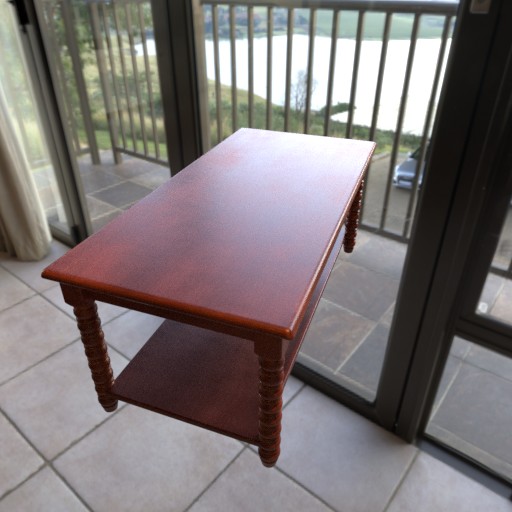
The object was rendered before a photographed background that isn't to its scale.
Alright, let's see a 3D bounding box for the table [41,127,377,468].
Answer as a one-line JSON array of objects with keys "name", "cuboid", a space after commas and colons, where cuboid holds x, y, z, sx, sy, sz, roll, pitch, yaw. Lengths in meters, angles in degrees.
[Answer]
[{"name": "table", "cuboid": [0.000, 0.000, 1.472, 0.580, 0.485, 1.171, 11, 34, 17]}]
